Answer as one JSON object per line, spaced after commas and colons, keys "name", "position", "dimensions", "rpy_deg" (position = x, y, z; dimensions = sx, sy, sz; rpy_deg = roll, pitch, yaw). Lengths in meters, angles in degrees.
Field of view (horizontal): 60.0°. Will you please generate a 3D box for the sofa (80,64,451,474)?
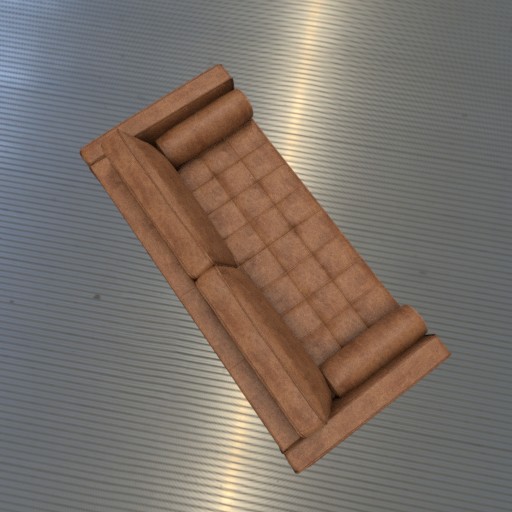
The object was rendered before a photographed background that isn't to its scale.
{"name": "sofa", "position": [0.000, 0.000, 2.358], "dimensions": [0.924, 0.825, 1.920], "rpy_deg": [-35, 79, -8]}
